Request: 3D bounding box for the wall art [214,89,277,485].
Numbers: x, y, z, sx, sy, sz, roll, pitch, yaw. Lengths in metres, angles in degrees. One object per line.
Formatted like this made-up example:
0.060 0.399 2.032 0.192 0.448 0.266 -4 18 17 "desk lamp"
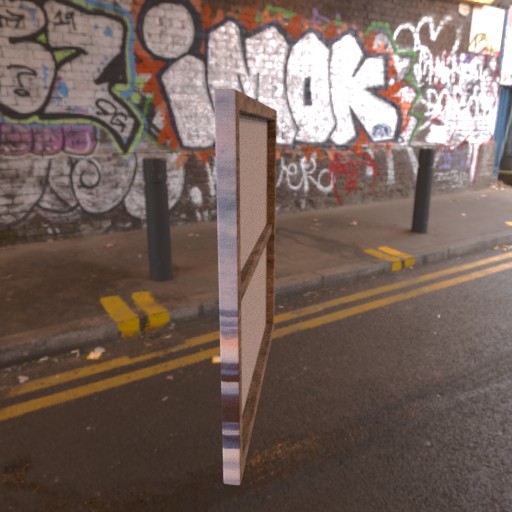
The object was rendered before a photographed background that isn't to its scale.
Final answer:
0.000 0.000 1.144 0.035 0.747 0.747 2 16 7 "wall art"
